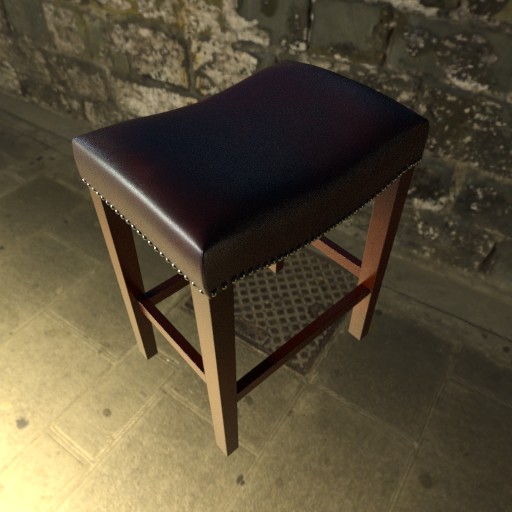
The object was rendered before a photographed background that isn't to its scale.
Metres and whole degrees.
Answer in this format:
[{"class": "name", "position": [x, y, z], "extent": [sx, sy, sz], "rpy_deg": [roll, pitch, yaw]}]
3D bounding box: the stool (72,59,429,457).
[{"class": "stool", "position": [0.000, 0.000, 0.955], "extent": [0.504, 0.657, 0.372], "rpy_deg": [-32, 54, -28]}]
